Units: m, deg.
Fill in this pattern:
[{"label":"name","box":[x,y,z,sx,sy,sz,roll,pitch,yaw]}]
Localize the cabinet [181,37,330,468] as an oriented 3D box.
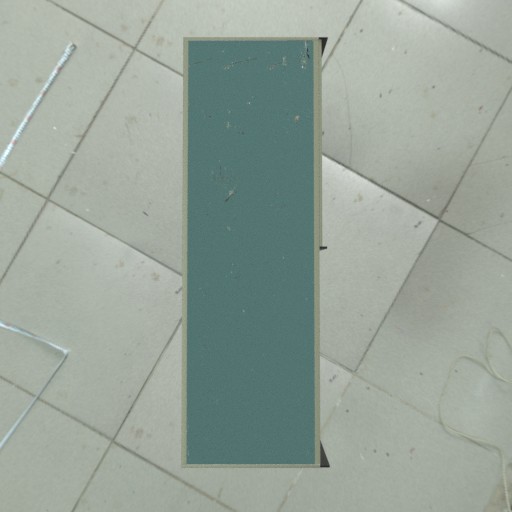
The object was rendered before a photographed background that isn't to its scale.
[{"label":"cabinet","box":[0.000,0.000,3.135,0.680,2.160,2.000,0,88,0]}]
